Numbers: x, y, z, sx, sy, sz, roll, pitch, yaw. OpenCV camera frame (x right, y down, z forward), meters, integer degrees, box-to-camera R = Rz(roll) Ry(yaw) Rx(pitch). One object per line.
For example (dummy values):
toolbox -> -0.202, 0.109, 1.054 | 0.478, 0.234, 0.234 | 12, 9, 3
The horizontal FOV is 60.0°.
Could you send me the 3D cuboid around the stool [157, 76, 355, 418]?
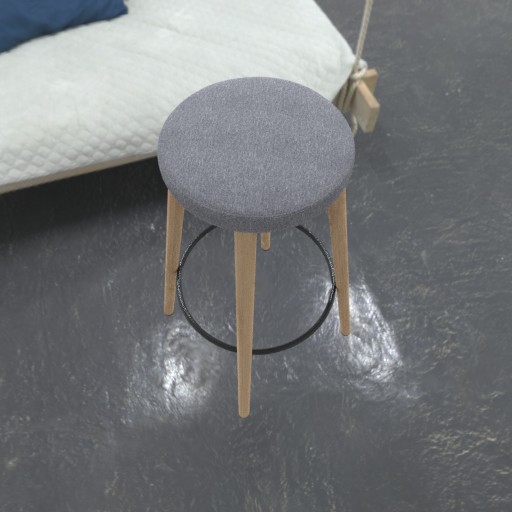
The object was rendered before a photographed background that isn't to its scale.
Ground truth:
stool -> 0.000, 0.000, 1.021 | 0.410, 0.770, 0.410 | -34, 64, -19
